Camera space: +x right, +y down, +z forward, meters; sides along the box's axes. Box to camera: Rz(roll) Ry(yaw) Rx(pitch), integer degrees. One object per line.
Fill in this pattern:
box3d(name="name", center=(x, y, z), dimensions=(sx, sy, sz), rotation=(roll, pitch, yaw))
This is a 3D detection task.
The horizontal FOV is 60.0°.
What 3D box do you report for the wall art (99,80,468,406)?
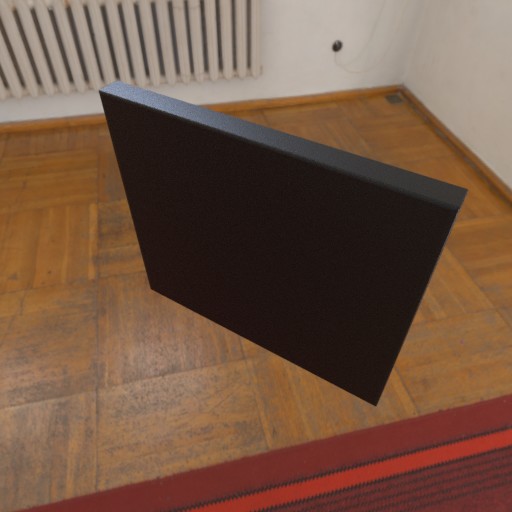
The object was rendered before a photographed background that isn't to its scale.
box3d(name="wall art", center=(0.000, 0.000, 0.532), dimensions=(0.380, 0.330, 0.028), rotation=(24, 50, 21))
